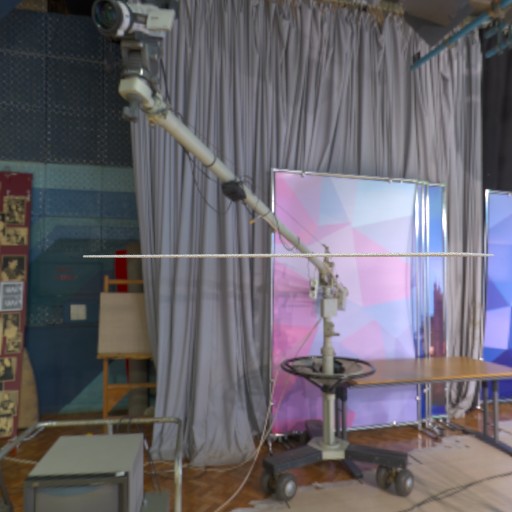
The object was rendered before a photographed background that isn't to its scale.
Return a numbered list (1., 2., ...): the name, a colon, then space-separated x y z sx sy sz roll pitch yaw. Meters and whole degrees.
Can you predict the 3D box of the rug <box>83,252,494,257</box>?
1. rug: 0.000 0.000 1.986 1.824 0.009 0.562 0 -1 36
